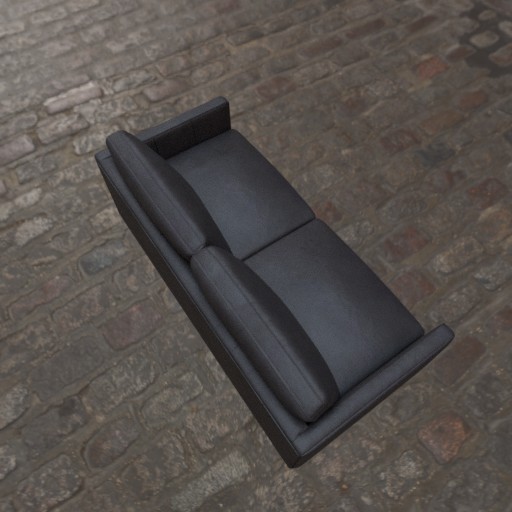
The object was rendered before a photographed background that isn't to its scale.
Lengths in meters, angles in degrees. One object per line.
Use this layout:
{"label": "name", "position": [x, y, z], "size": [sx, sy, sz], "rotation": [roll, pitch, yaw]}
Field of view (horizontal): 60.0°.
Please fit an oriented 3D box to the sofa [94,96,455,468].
{"label": "sofa", "position": [0.000, 0.000, 2.476], "size": [0.933, 0.863, 1.971], "rotation": [-31, 64, -17]}
